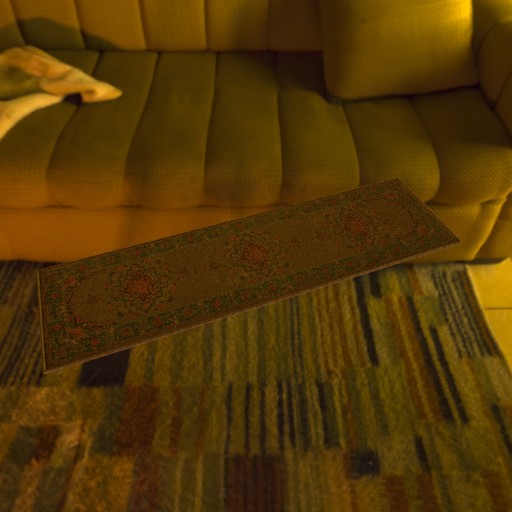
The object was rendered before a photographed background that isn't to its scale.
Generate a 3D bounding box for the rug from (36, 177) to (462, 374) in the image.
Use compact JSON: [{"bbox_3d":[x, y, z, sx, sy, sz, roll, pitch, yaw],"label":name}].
[{"bbox_3d":[0.000,0.000,2.470,2.297,0.019,0.659,-16,49,-14],"label":"rug"}]
